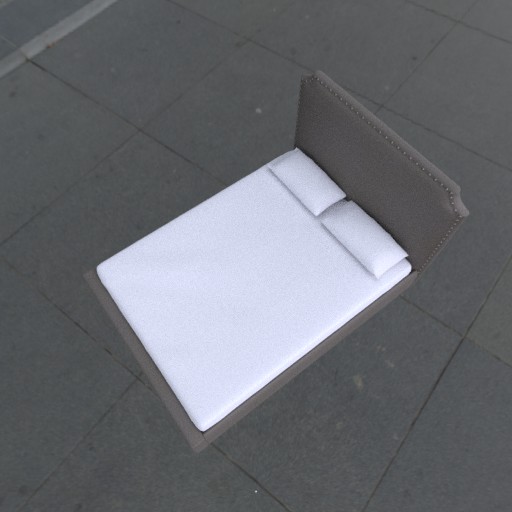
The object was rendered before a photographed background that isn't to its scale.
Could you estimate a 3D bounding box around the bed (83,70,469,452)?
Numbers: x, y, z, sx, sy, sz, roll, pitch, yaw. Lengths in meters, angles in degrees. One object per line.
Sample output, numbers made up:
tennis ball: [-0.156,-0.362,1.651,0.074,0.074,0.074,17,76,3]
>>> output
bed: [0.000,0.000,3.475,2.372,1.443,1.712,-34,67,-16]
